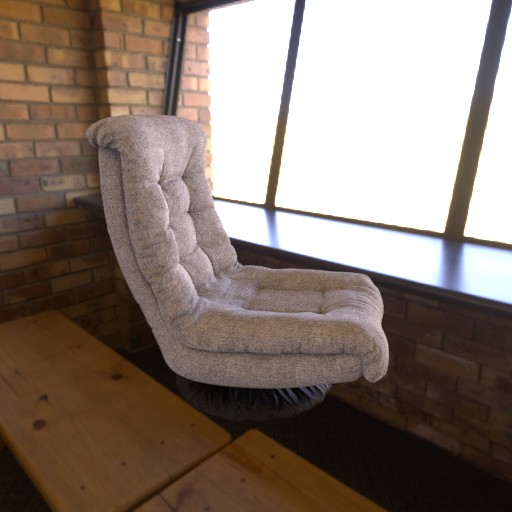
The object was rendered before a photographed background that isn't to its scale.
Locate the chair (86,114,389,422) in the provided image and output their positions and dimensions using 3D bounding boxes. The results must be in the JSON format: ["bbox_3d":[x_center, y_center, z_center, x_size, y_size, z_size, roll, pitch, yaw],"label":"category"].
[{"bbox_3d":[0.000,0.000,0.983,0.583,0.600,0.400,3,17,11],"label":"chair"}]
